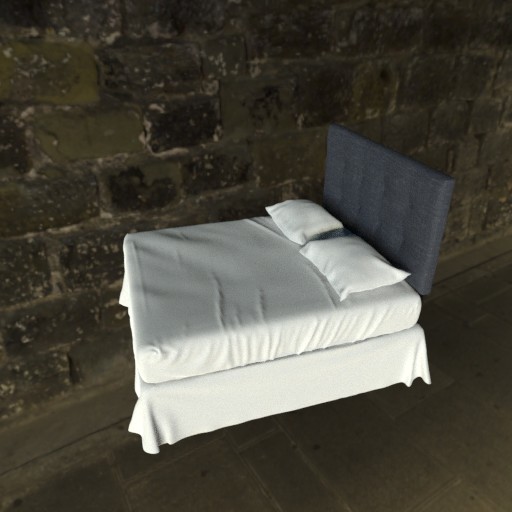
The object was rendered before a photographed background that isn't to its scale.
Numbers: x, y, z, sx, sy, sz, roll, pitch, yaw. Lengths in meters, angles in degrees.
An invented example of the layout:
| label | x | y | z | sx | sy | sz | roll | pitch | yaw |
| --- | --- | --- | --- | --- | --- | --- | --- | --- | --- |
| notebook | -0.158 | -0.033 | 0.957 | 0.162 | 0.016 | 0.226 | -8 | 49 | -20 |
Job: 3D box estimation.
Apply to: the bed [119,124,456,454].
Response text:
| label | x | y | z | sx | sy | sz | roll | pitch | yaw |
| --- | --- | --- | --- | --- | --- | --- | --- | --- | --- |
| bed | 0.000 | 0.000 | 3.463 | 2.222 | 1.577 | 1.936 | -9 | 30 | -15 |
